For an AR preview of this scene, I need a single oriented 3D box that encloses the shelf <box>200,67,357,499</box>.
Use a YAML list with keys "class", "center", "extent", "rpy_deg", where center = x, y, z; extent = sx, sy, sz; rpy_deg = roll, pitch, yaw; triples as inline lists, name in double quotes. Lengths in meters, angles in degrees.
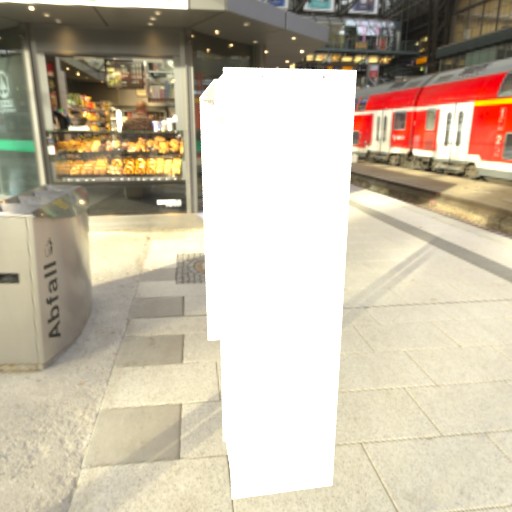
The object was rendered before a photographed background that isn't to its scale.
- class: "shelf"
  center: [0.000, 0.000, 2.557]
  extent: [0.500, 1.820, 1.600]
  rpy_deg: [-3, 16, -9]
